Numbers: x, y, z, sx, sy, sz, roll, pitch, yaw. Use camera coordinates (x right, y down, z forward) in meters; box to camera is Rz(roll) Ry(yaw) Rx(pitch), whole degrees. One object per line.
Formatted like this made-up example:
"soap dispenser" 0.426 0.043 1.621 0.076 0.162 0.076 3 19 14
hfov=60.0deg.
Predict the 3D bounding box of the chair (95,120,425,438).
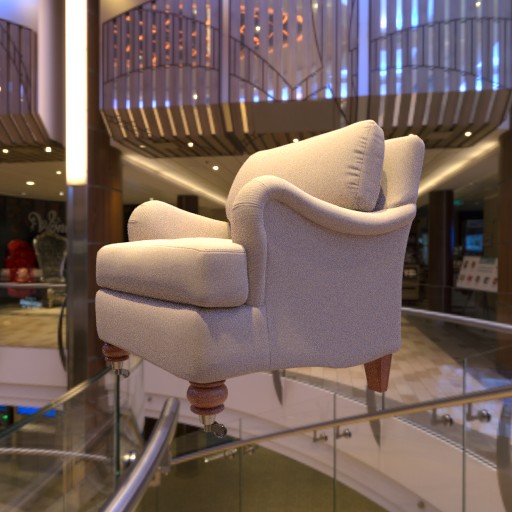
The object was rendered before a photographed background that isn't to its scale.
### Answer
"chair" 0.000 0.000 1.818 1.070 1.038 0.955 0 1 -37
